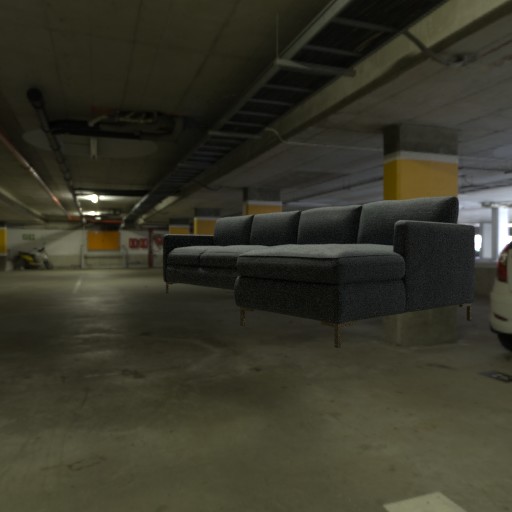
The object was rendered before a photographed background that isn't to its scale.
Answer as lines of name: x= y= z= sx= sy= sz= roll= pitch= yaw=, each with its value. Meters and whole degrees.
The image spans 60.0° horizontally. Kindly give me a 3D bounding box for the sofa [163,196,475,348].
sofa: x=0.000 y=0.000 z=3.560 sx=1.350 sy=0.810 sz=2.932 roll=-1 pitch=1 yaw=-38
